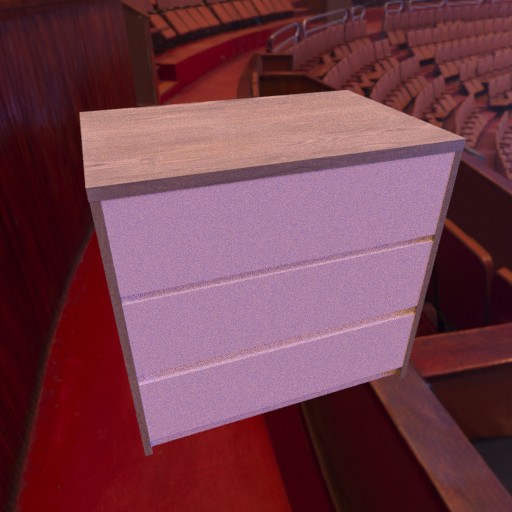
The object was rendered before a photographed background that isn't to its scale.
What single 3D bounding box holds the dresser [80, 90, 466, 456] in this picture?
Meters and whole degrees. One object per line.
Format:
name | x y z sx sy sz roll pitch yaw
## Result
dresser | 0.000 0.000 1.289 0.809 0.762 0.529 -11 34 -17
